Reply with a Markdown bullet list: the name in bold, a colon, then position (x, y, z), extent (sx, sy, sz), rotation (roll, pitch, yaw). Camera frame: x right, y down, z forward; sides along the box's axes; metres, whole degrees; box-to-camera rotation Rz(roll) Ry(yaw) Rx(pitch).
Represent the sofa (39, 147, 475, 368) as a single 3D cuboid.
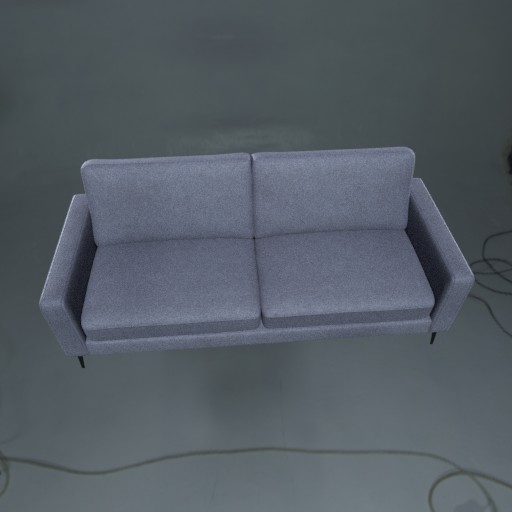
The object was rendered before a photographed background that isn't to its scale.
- **sofa**: position (0.000, 0.000, 2.303), extent (1.925, 0.828, 0.774), rotation (-3, 47, -3)
